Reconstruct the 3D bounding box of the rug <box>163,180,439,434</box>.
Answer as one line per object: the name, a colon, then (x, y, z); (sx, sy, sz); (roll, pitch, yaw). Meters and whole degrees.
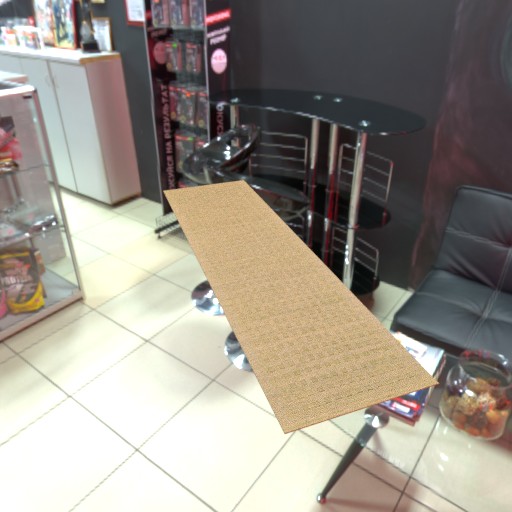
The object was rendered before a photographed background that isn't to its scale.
rug: (0.000, 0.000, 2.688); (0.686, 0.006, 2.437); (-11, 32, -17)
